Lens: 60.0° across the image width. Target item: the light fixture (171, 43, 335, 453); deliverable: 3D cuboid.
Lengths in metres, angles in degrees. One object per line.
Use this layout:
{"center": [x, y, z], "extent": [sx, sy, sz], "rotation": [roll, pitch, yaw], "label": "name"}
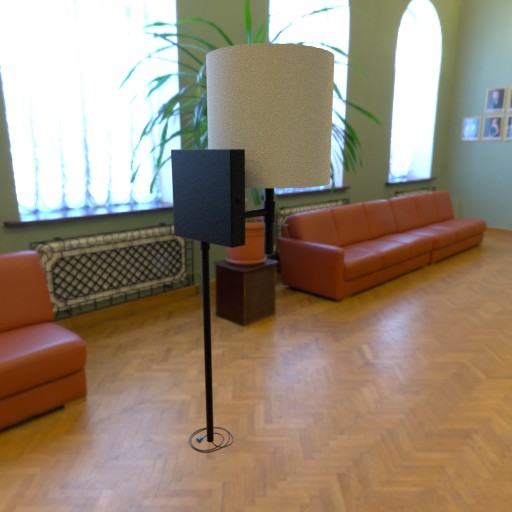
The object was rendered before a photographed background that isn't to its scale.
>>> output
{"center": [0.000, 0.000, 0.700], "extent": [0.188, 0.589, 0.248], "rotation": [12, 18, 42], "label": "light fixture"}
